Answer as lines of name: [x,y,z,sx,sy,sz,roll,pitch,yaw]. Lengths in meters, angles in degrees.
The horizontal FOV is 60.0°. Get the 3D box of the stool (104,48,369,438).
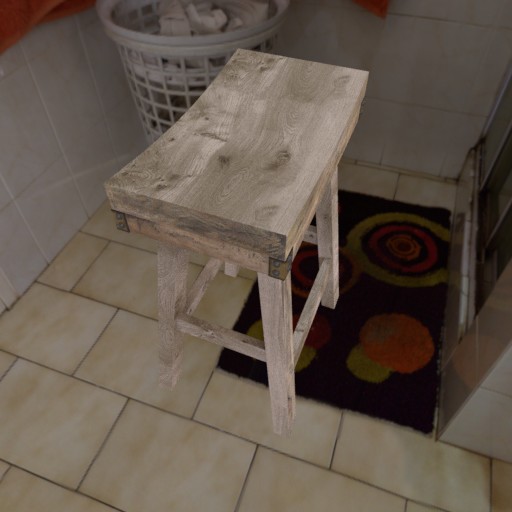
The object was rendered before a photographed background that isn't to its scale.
stool: [0.000,0.000,0.918,0.330,0.635,0.450,17,50,14]
